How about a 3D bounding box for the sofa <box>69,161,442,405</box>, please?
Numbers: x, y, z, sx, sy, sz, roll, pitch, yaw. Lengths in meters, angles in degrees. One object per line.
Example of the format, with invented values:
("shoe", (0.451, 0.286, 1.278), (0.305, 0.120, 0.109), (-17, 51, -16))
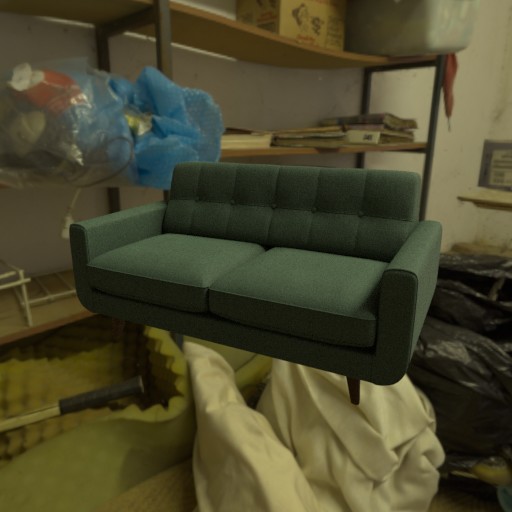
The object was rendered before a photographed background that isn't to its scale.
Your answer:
("sofa", (0.000, 0.000, 2.206), (1.631, 0.841, 0.909), (8, 19, 26))
